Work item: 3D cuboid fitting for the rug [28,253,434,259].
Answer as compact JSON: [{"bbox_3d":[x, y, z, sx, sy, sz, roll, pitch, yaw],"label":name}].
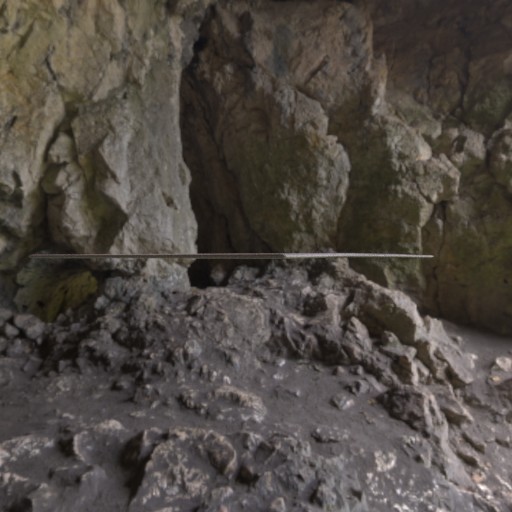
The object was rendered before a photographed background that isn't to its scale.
[{"bbox_3d":[0.000,0.000,4.155,2.472,0.035,3.017,0,0,35],"label":"rug"}]
